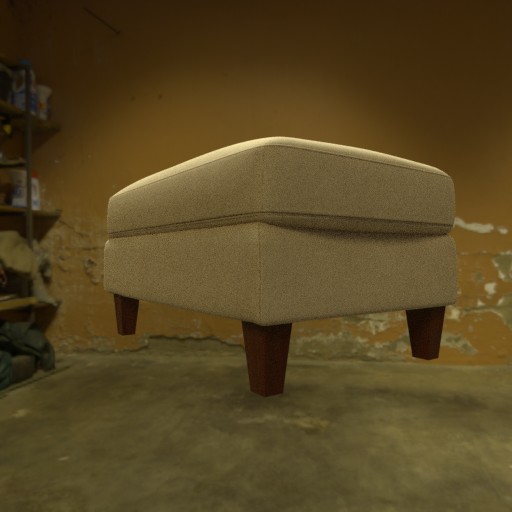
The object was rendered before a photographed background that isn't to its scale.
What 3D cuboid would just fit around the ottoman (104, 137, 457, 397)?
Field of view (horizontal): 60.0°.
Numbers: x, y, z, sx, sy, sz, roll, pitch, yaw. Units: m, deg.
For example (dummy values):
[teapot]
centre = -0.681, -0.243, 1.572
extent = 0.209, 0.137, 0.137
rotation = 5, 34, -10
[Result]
[ottoman]
centre = 0.000, 0.000, 1.212
extent = 0.584, 0.483, 0.864
rotation = 0, 0, -35
